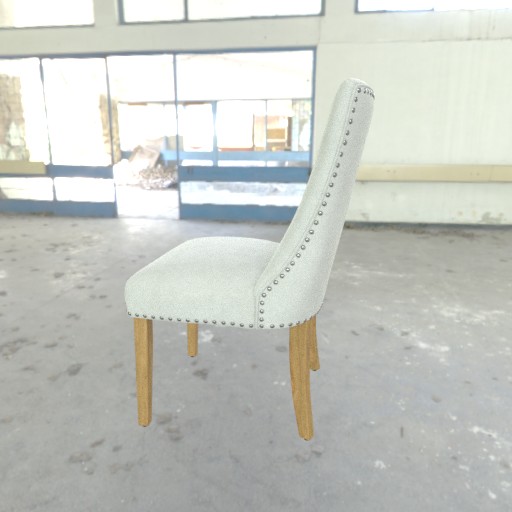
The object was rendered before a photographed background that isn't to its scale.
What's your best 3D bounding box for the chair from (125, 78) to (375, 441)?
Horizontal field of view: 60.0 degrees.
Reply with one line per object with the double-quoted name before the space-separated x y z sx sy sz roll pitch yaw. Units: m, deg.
"chair" 0.000 0.000 1.287 0.610 0.902 0.495 3 14 10
